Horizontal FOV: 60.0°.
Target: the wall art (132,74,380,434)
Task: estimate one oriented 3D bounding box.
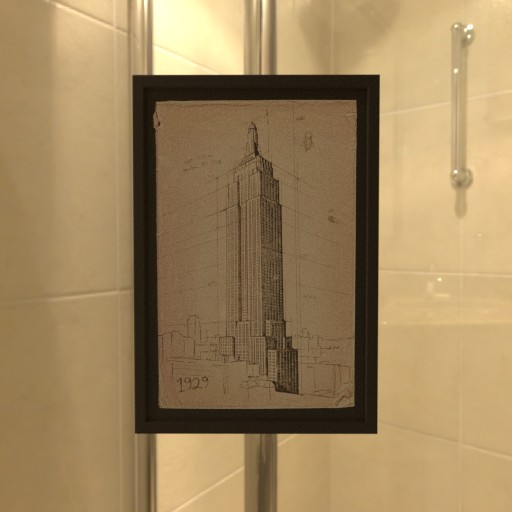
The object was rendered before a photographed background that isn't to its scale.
[{"bbox_3d":[0.000,0.000,0.821,0.451,0.661,0.012,0,1,0],"label":"wall art"}]
